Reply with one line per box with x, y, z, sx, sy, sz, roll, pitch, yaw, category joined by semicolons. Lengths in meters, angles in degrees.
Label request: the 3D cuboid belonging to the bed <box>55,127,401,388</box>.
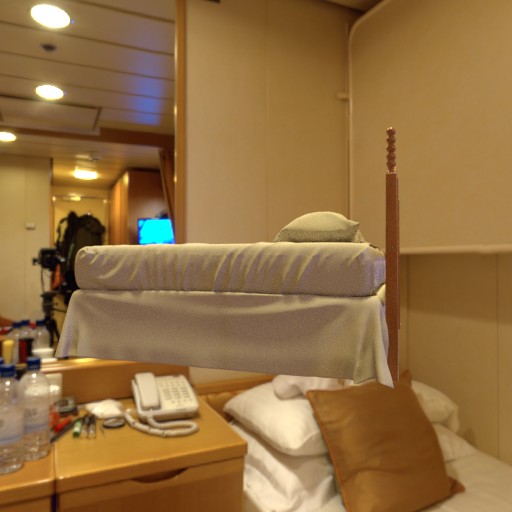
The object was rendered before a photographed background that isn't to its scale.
0.000;0.000;3.588;2.219;1.355;2.322;0;-1;18;bed
